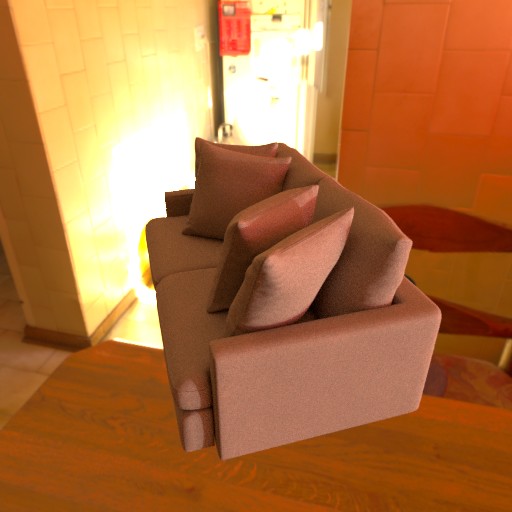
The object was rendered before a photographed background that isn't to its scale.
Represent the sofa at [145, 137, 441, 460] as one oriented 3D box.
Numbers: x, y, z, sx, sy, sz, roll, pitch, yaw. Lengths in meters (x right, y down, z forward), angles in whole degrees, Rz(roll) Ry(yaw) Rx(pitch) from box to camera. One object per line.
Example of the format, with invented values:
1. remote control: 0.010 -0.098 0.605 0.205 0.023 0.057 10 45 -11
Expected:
1. sofa: 0.000 0.000 2.645 1.228 1.080 1.869 -8 30 -14
